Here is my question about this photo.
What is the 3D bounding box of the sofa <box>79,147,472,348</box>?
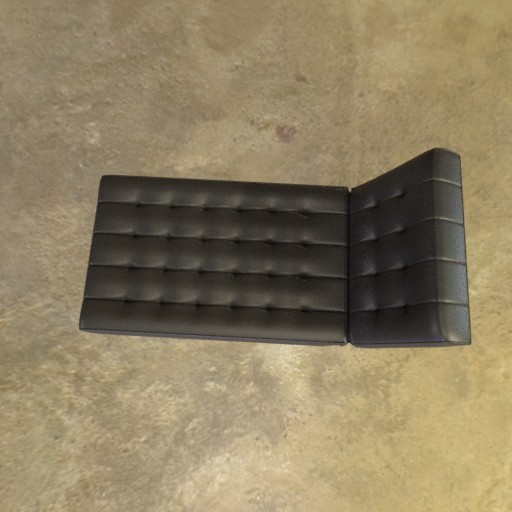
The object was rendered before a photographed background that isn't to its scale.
[{"bbox_3d":[0.000,0.000,1.995,1.560,0.820,0.760,3,76,1],"label":"sofa"}]
